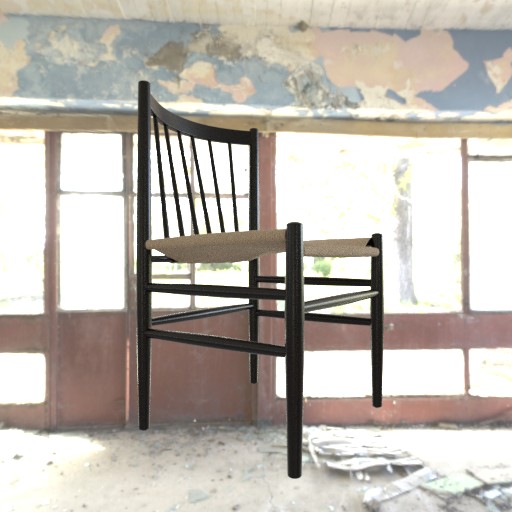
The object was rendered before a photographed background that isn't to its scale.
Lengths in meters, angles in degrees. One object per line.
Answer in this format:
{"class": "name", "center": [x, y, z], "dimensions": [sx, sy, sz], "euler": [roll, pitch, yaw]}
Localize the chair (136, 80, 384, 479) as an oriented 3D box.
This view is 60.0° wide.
{"class": "chair", "center": [0.000, 0.000, 1.140], "dimensions": [0.516, 0.818, 0.495], "euler": [0, 0, 34]}
